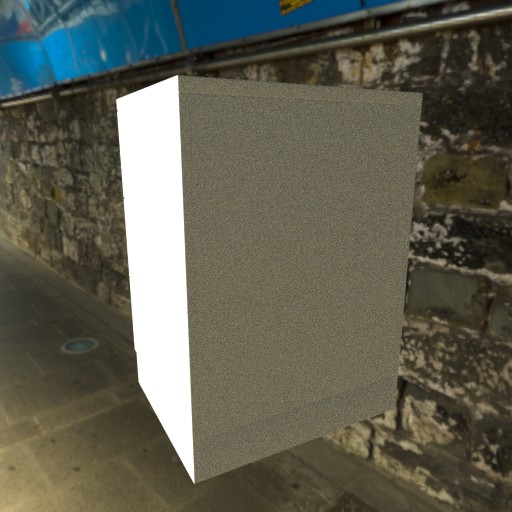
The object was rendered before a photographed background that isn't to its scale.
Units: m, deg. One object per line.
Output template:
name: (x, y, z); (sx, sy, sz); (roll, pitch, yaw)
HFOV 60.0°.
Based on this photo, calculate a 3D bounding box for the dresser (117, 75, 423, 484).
dresser: (0.000, 0.000, 0.825); (0.400, 0.560, 0.360); (-8, 16, -27)
